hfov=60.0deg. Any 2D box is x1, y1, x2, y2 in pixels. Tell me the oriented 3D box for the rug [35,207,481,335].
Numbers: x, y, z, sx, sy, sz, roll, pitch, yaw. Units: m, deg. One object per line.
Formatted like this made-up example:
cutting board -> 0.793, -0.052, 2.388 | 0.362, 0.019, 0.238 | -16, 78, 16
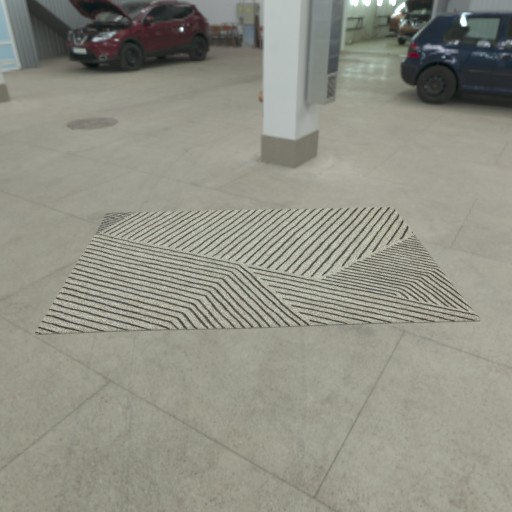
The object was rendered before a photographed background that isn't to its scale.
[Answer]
rug -> 0.000, 0.000, 3.040 | 2.406, 0.023, 1.539 | -1, 30, -2
